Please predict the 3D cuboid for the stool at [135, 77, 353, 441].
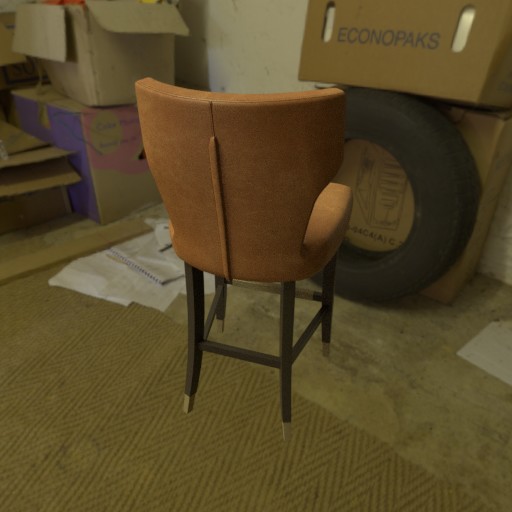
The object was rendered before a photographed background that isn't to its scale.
[{"bbox_3d":[0.000,0.000,1.405,0.526,1.092,0.563,10,32,16],"label":"stool"}]
